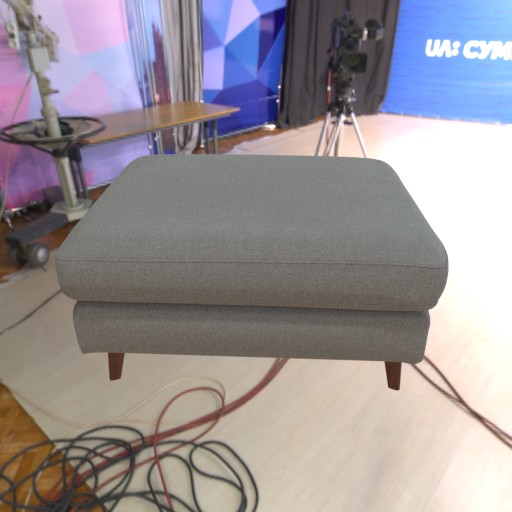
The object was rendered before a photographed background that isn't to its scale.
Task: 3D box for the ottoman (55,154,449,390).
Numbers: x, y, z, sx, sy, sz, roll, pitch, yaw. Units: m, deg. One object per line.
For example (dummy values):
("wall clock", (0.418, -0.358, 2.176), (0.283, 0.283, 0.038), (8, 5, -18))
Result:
("ottoman", (0.000, 0.000, 1.183), (0.811, 0.449, 0.608), (1, 31, 2))
